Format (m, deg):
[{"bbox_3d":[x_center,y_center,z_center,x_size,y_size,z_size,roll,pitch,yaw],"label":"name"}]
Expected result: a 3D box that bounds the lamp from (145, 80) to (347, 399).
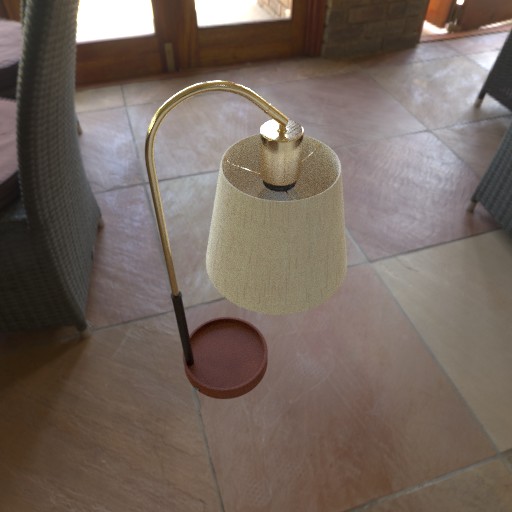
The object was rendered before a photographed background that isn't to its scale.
[{"bbox_3d":[0.000,0.000,0.651,0.273,0.536,0.211,-11,47,-10],"label":"lamp"}]
